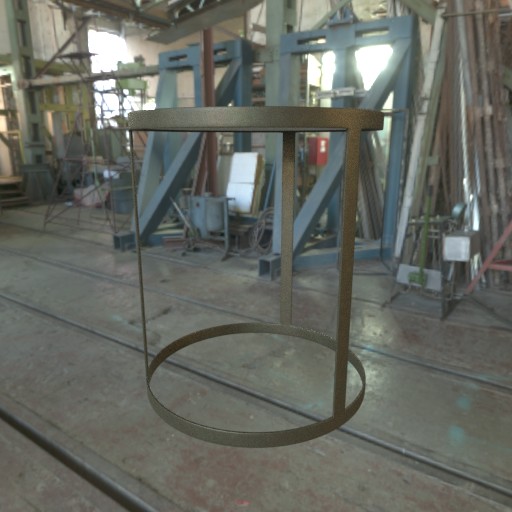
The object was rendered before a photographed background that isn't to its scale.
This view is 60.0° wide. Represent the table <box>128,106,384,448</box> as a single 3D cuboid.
[{"bbox_3d":[0.000,0.000,0.931,0.480,0.565,0.480,0,15,0],"label":"table"}]
